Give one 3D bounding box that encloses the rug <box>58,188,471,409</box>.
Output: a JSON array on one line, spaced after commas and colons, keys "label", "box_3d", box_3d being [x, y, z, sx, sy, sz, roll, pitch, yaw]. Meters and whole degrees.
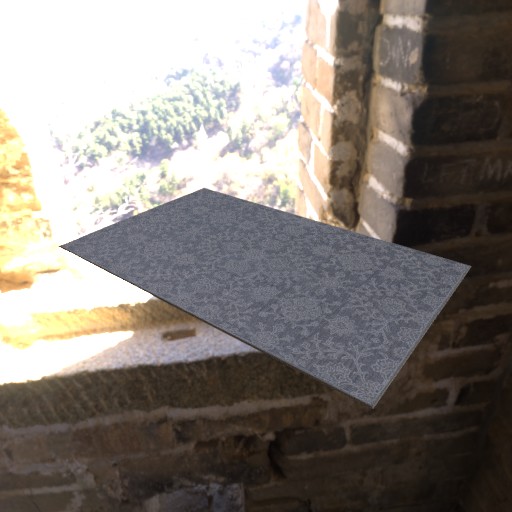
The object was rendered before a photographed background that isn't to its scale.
[{"label": "rug", "box_3d": [0.000, 0.000, 3.060, 2.430, 0.010, 1.515, 21, 35, 32]}]
